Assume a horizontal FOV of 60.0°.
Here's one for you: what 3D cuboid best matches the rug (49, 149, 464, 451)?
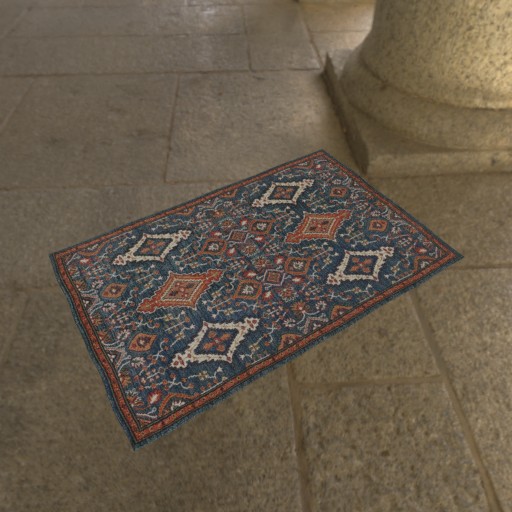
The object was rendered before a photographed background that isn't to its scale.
[{"bbox_3d":[0.000,0.000,4.230,3.371,0.008,2.190,-25,52,-22],"label":"rug"}]
